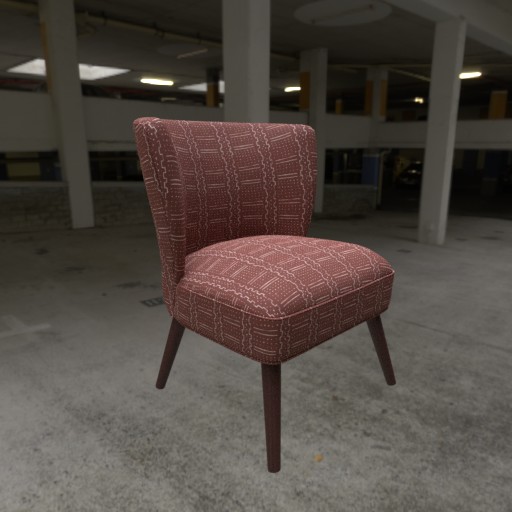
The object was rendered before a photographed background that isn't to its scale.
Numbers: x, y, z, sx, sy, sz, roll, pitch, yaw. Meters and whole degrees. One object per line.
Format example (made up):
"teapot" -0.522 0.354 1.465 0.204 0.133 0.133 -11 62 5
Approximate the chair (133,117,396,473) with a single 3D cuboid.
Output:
"chair" 0.000 0.000 1.444 0.706 0.866 0.758 -14 20 -43
